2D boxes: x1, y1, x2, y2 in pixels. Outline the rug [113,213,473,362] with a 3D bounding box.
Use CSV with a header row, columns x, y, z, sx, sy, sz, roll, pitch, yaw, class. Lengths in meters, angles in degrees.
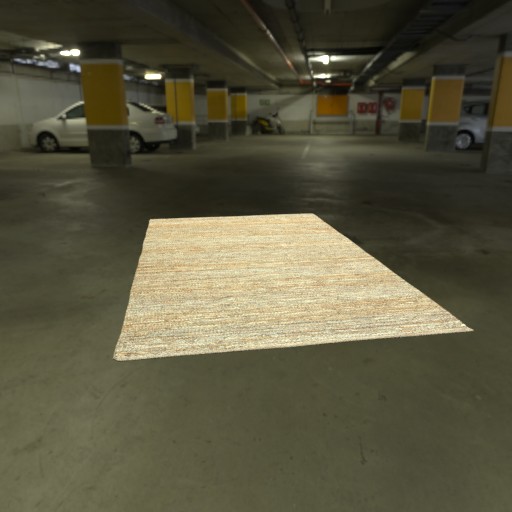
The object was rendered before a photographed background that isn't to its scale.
x,y,z,sx,sy,sz,roll,pitch,yaw,class
0.000,0.000,2.961,1.529,0.009,2.446,-3,18,-9,rug
